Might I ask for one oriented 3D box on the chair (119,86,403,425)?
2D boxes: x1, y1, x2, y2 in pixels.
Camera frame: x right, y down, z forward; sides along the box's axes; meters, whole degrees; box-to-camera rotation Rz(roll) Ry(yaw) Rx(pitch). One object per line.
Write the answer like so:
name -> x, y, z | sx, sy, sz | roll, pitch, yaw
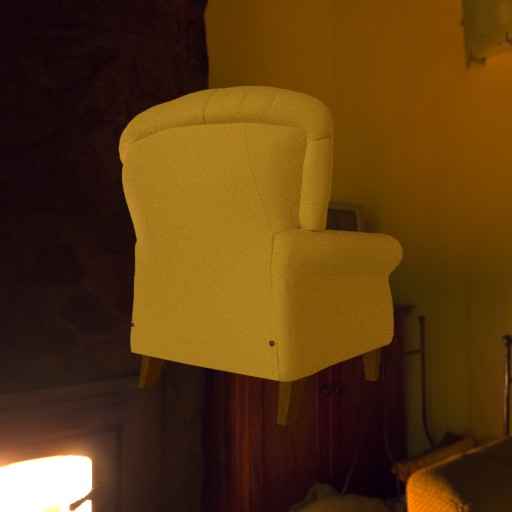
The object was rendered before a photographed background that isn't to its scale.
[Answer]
chair -> 0.000, 0.000, 2.015 | 1.035, 1.169, 1.132 | -1, -2, 38
